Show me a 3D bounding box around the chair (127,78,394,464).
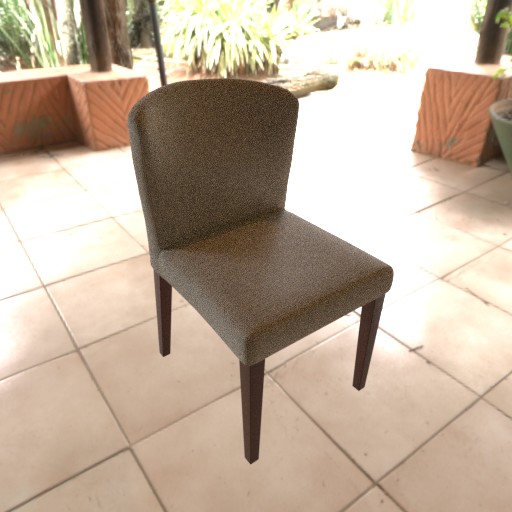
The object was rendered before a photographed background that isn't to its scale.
[{"bbox_3d":[0.000,0.000,1.215,0.491,0.839,0.589,-21,37,-31],"label":"chair"}]
